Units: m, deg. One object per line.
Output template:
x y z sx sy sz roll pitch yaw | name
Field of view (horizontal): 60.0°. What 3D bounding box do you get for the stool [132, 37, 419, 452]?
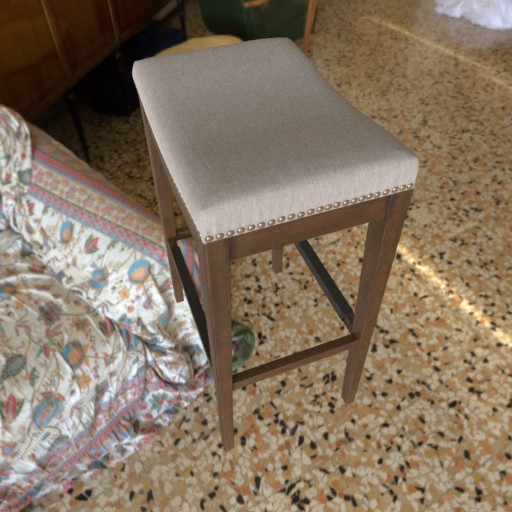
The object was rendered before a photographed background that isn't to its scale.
0.000 0.000 1.005 0.356 0.762 0.508 -16 49 -14 | stool
